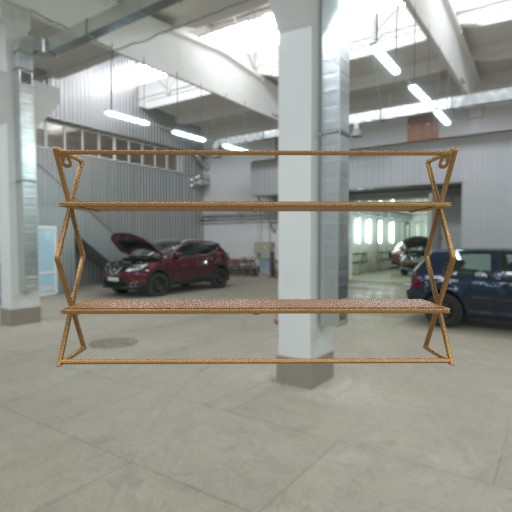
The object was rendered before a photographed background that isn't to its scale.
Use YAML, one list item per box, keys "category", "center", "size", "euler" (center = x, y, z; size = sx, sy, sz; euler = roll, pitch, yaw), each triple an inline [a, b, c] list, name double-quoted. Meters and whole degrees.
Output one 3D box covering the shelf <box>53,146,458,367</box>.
- category: "shelf"
  center: [0.000, 0.000, 0.980]
  size: [0.822, 0.450, 0.150]
  euler: [0, 2, -1]
